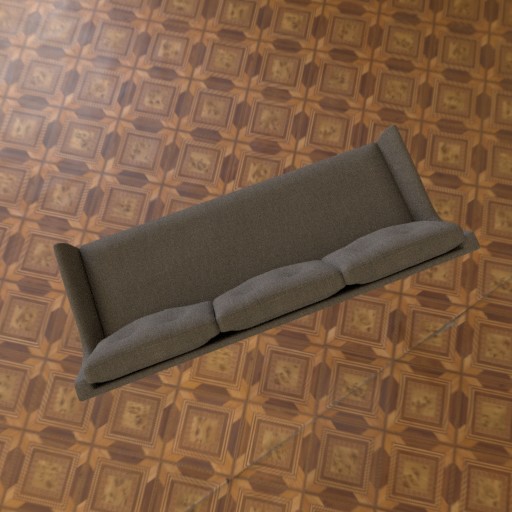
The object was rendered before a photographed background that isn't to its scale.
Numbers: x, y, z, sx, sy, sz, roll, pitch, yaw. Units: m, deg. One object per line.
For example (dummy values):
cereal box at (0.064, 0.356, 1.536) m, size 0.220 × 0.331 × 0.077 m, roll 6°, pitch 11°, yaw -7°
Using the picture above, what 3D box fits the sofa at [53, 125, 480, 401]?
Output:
sofa at (0.000, 0.000, 2.490) m, size 2.060 × 0.837 × 0.849 m, roll -20°, pitch 78°, yaw -5°
